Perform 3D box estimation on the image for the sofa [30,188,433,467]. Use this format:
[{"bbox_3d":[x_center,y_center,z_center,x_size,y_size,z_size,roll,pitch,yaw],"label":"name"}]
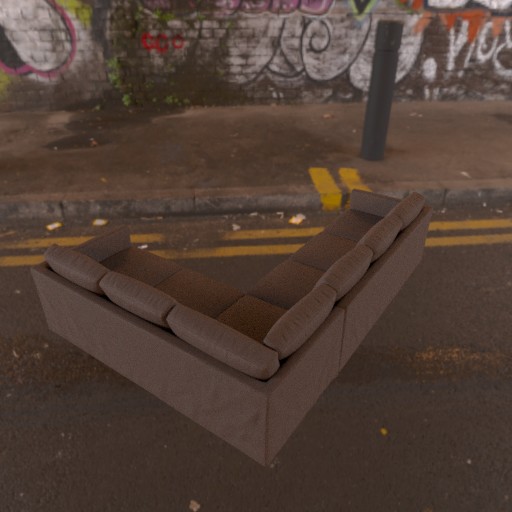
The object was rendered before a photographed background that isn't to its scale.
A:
[{"bbox_3d":[0.000,0.000,4.358,2.432,0.871,3.182,20,37,29],"label":"sofa"}]
